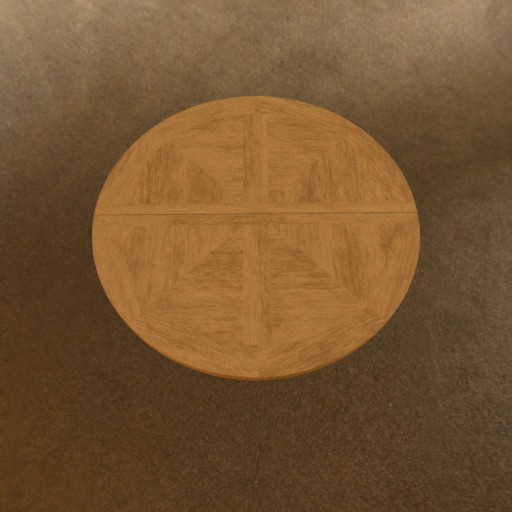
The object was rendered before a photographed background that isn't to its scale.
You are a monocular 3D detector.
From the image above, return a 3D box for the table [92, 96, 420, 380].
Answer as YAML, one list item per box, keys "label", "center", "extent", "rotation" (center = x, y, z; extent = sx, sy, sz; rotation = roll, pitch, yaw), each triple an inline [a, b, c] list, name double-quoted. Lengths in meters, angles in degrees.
- label: "table"
  center: [0.000, 0.000, 2.146]
  extent: [1.319, 0.762, 1.319]
  rotation: [0, 63, 0]
